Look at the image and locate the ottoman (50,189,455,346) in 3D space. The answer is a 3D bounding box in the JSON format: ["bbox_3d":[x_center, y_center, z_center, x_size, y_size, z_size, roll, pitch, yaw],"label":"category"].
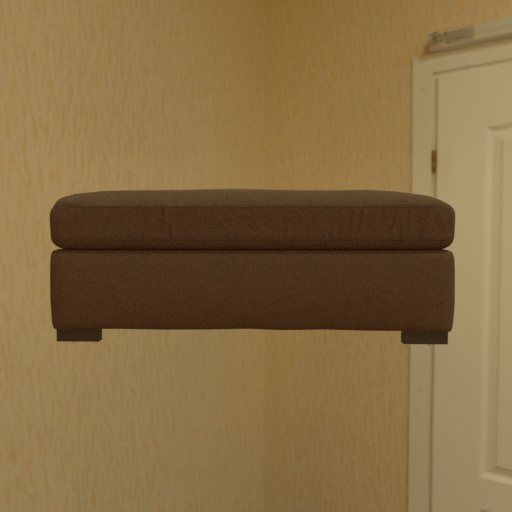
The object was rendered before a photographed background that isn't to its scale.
[{"bbox_3d":[0.000,0.000,1.828,1.181,0.470,1.181,0,2,2],"label":"ottoman"}]
